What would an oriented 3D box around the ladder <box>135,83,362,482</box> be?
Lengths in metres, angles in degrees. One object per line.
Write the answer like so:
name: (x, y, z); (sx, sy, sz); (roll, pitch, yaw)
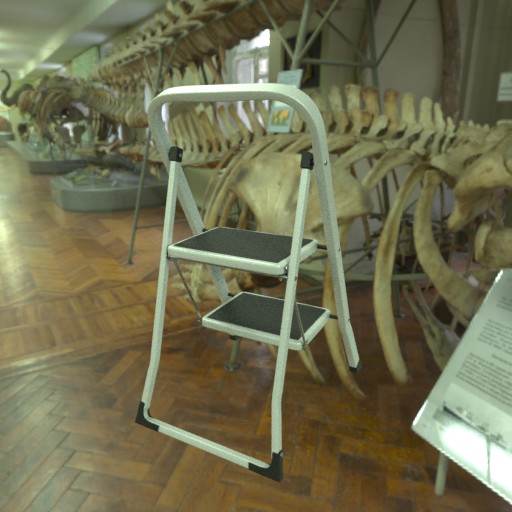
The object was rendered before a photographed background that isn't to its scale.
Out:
ladder: (0.000, 0.000, 1.142); (0.460, 0.810, 0.544); (9, 20, 27)
